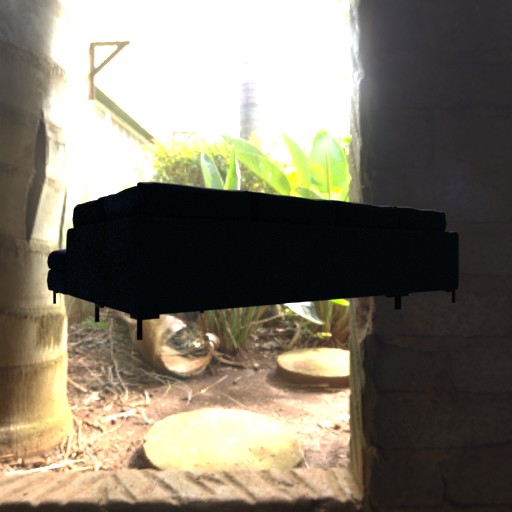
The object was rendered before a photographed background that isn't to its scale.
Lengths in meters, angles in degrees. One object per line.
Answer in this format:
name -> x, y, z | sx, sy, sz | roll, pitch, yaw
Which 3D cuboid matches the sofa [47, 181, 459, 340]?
sofa -> 0.000, 0.000, 3.212 | 2.486, 0.687, 1.707 | 0, 0, -36
